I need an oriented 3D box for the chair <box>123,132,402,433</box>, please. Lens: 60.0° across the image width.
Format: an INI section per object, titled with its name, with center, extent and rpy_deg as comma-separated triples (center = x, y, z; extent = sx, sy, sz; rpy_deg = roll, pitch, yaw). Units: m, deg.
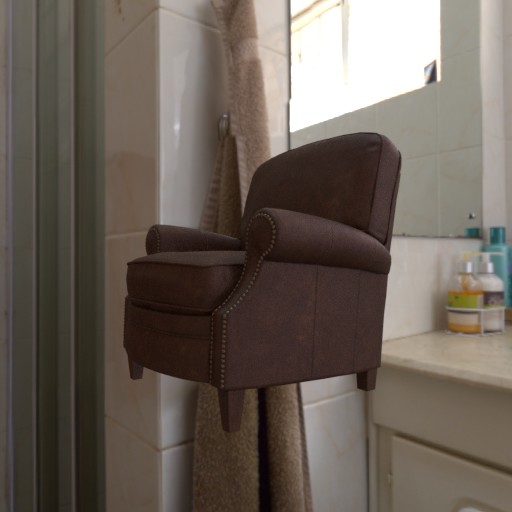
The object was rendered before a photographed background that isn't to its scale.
[chair]
center = 0.000, 0.000, 1.785
extent = 0.986, 1.018, 0.936
rpy_deg = 0, -1, -37
